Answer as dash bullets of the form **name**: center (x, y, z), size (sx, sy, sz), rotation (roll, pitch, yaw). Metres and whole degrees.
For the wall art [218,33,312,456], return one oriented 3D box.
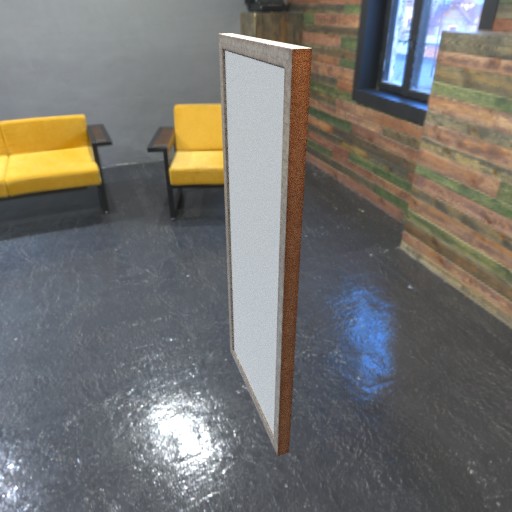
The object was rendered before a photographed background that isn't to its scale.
- **wall art**: center (0.000, 0.000, 1.660), size (0.051, 1.461, 0.648), rotation (-10, 31, -17)
